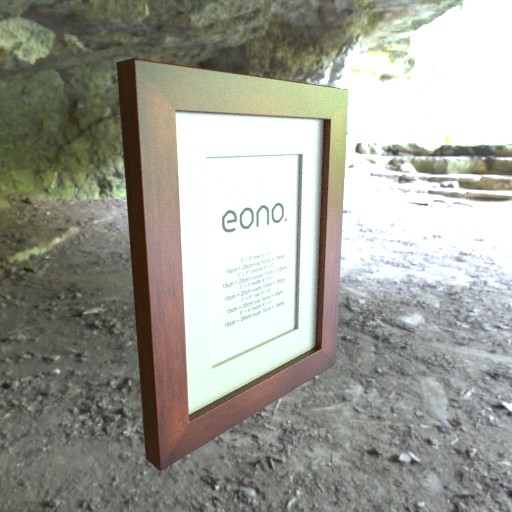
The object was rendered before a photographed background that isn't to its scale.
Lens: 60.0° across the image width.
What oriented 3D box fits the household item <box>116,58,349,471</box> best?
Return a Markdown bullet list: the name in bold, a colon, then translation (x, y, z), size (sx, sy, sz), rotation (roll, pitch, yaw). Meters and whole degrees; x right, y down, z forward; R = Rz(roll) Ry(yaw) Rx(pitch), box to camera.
- **household item**: translation (0.000, 0.000, 0.334), size (0.020, 0.250, 0.200), rotation (14, 20, 42)
